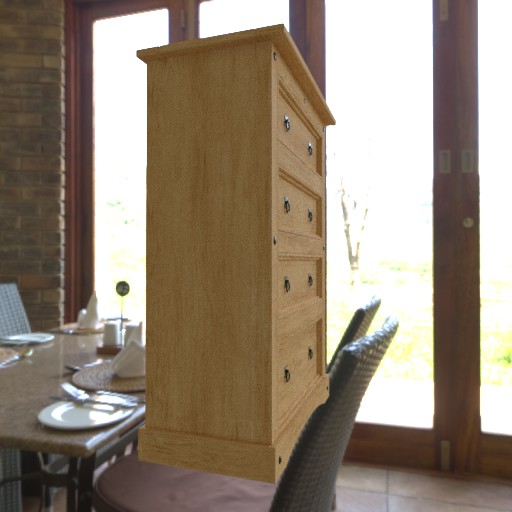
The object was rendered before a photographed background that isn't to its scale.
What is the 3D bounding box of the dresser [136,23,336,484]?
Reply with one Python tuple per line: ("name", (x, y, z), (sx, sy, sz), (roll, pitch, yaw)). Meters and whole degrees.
("dresser", (0.000, 0.000, 1.740), (0.485, 1.300, 0.915), (0, -1, 19))
